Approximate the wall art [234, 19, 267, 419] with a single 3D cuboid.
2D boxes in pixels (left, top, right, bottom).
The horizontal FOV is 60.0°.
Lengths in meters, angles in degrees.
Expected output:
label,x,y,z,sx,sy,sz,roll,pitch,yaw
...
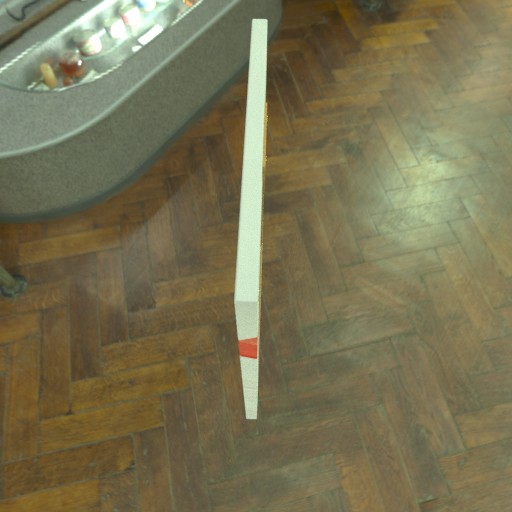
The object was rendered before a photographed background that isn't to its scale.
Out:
label,x,y,z,sx,sy,sz,roll,pitch,yaw
wall art,0.000,0.000,1.335,0.045,1.014,0.759,2,60,1
